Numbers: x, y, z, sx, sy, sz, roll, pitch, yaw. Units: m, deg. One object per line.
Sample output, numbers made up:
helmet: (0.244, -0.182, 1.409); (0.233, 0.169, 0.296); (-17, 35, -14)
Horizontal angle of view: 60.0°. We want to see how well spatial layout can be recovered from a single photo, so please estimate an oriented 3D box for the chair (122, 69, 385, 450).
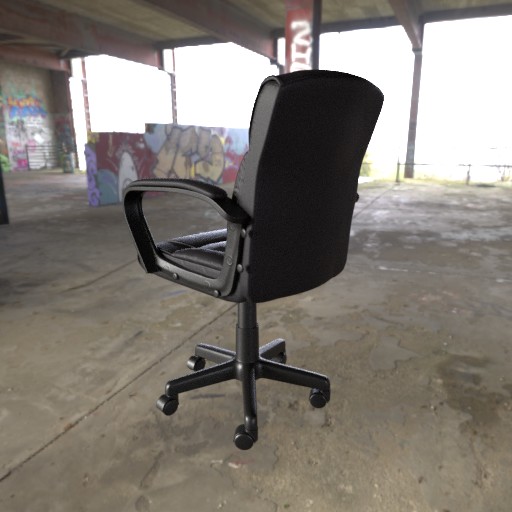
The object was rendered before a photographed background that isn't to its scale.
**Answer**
chair: (0.000, 0.000, 1.359); (0.641, 0.998, 0.576); (14, 20, 42)
